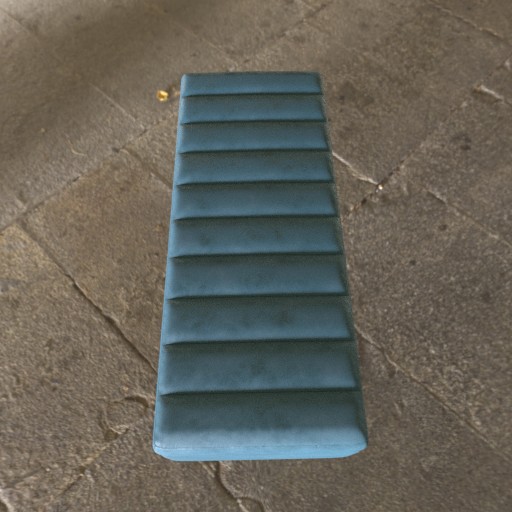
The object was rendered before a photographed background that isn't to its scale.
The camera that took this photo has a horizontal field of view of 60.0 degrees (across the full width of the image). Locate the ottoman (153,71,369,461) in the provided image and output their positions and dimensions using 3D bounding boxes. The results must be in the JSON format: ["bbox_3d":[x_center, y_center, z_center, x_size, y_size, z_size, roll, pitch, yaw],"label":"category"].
[{"bbox_3d":[0.000,0.000,1.383,0.482,0.469,1.151,-1,63,-1],"label":"ottoman"}]
